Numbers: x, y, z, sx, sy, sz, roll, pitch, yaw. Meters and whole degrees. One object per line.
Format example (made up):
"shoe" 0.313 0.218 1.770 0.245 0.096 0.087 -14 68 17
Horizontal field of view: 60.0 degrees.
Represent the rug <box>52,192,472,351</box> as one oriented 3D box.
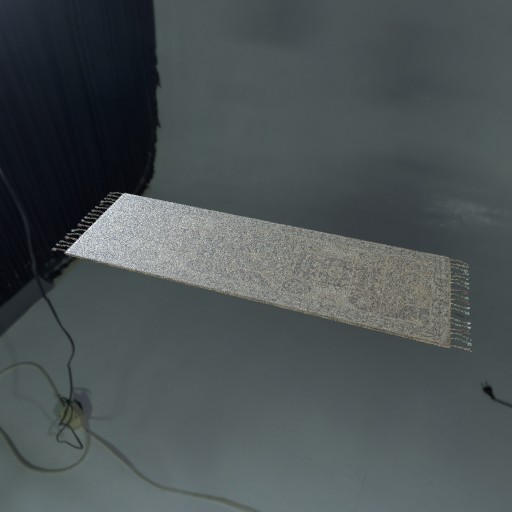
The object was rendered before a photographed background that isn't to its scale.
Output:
"rug" 0.000 0.000 2.930 2.664 0.011 0.762 12 43 14
